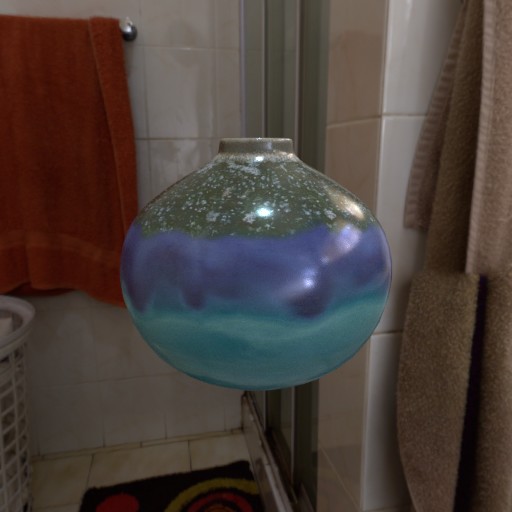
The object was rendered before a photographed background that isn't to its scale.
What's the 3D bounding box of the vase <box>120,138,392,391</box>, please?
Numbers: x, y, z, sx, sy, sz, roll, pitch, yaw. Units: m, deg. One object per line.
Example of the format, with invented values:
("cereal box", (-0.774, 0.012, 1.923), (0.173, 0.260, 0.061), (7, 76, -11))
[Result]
("vase", (0.000, 0.000, 0.260), (0.154, 0.133, 0.154), (0, 13, 0))
